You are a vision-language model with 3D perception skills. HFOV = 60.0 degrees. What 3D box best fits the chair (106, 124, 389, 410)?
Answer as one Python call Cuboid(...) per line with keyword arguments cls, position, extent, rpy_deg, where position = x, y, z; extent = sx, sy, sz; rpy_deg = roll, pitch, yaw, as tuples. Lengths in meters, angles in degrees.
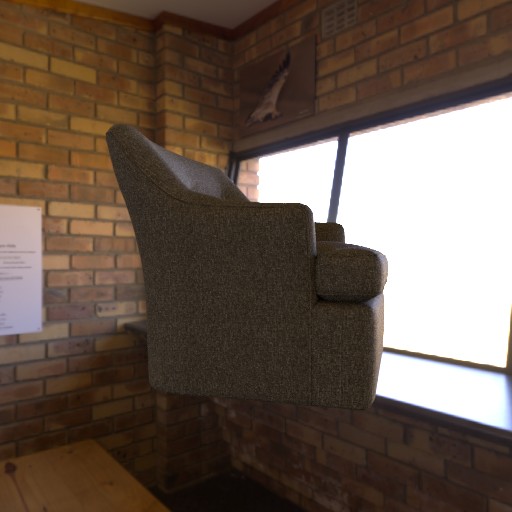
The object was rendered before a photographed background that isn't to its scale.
Cuboid(cls="chair", position=(0.000, 0.000, 1.621), extent=(0.923, 0.856, 0.864), rpy_deg=(0, 0, 18))
